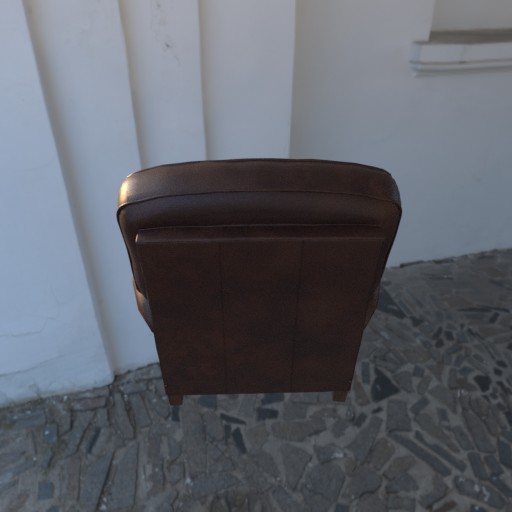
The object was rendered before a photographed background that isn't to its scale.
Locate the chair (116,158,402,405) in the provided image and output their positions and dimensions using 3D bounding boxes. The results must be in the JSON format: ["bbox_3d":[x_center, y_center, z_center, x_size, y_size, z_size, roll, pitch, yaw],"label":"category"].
[{"bbox_3d":[0.000,0.000,1.786,0.936,1.018,0.986,-1,31,-2],"label":"chair"}]
